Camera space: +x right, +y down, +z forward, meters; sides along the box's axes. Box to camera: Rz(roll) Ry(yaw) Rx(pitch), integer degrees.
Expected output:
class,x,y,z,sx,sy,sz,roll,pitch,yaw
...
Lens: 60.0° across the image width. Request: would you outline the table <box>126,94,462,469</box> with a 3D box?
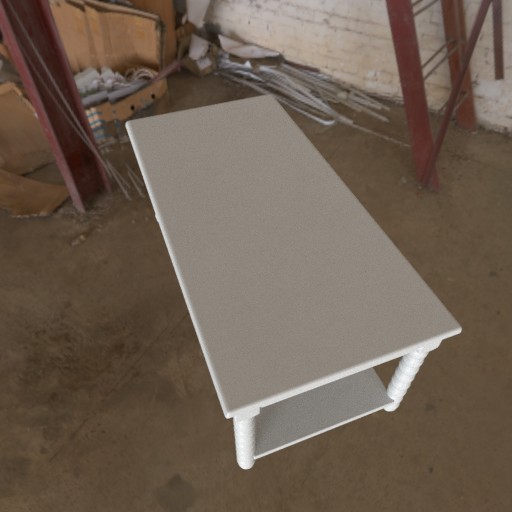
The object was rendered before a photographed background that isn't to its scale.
class,x,y,z,sx,sy,sz,roll,pitch,yaw
table,0.000,0.000,1.489,0.580,0.487,1.171,-16,50,-14
